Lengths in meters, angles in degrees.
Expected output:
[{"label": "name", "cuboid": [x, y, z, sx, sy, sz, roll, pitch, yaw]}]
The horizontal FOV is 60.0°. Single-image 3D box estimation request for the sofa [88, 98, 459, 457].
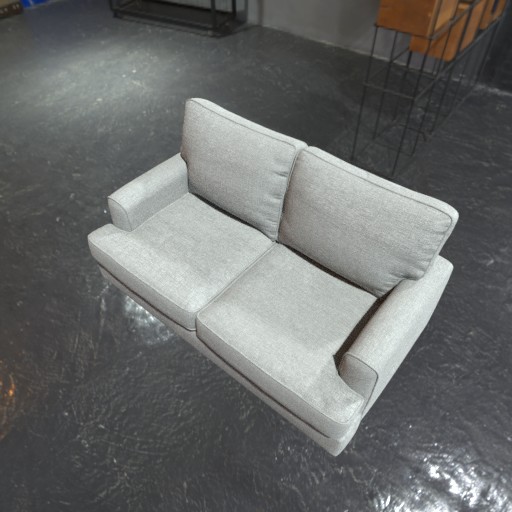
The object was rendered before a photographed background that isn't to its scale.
[{"label": "sofa", "cuboid": [0.000, 0.000, 2.236, 1.651, 0.965, 0.965, 31, 54, 26]}]
